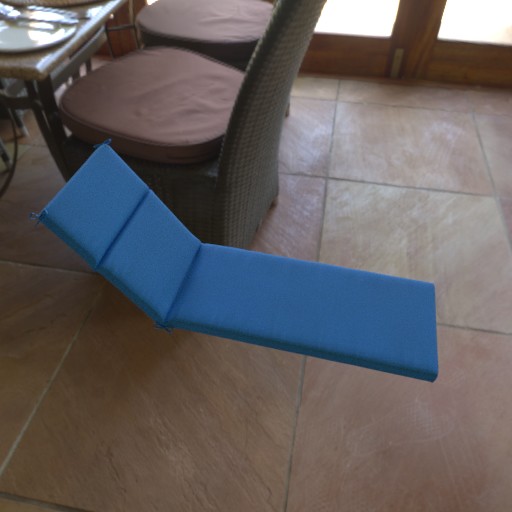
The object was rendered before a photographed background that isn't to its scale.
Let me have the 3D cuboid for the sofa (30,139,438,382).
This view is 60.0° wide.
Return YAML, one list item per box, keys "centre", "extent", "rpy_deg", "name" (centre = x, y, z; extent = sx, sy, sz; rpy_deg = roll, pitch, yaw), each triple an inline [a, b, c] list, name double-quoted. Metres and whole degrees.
- centre: [0.000, 0.000, 1.932]
  extent: [1.663, 0.622, 0.582]
  rpy_deg: [10, 47, 9]
  name: "sofa"
